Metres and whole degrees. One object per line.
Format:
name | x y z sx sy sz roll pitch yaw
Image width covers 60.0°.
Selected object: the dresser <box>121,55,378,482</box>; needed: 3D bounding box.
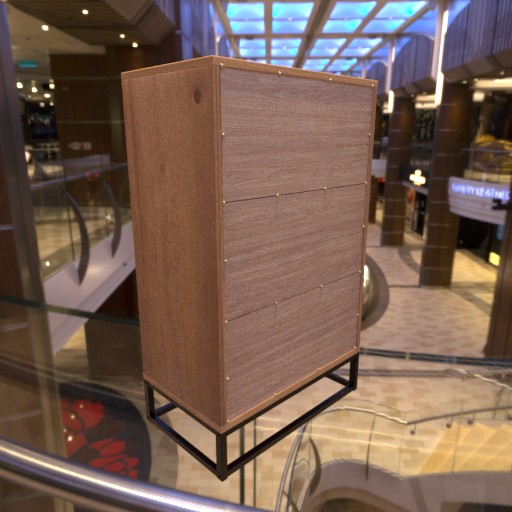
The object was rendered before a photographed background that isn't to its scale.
dresser | 0.000 0.000 1.648 0.761 1.240 0.479 -15 21 -42
